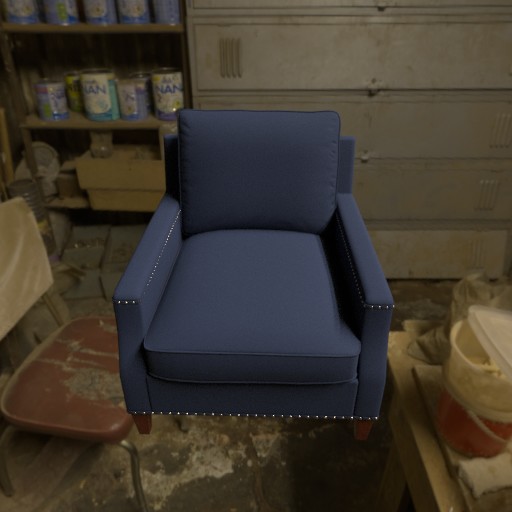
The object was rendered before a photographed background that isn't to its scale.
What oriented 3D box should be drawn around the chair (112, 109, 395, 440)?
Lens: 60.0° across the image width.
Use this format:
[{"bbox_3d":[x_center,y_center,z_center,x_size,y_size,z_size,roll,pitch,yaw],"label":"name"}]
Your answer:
[{"bbox_3d":[0.000,0.000,1.715,0.853,0.943,1.014,1,31,1],"label":"chair"}]
